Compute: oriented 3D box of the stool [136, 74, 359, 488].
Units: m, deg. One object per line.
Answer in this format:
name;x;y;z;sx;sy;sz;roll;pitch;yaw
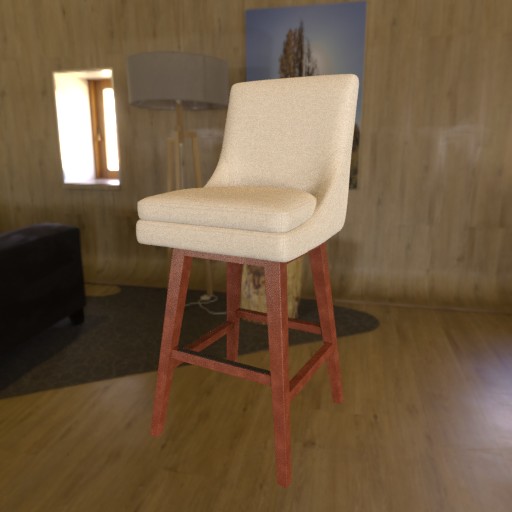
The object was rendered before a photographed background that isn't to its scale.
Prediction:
stool;0.000;0.000;1.365;0.470;1.092;0.559;7;16;28
